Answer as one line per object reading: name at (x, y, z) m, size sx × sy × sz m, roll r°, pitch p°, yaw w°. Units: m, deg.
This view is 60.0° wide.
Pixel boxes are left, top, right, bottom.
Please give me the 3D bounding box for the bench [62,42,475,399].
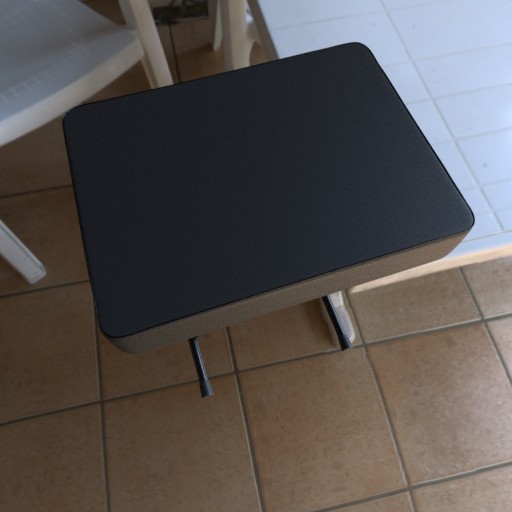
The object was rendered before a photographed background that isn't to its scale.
bench at (0.000, 0.000, 0.751) m, size 0.424 × 0.500 × 0.321 m, roll -16°, pitch 65°, yaw -8°
